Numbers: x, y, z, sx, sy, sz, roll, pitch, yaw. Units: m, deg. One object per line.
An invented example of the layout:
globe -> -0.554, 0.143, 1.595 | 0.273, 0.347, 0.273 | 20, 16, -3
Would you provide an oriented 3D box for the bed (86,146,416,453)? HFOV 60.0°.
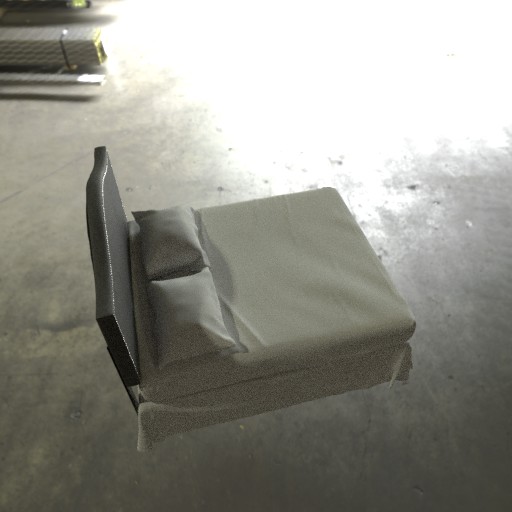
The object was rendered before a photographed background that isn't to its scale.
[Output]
bed -> 0.000, 0.000, 3.382 | 2.221, 1.645, 1.876 | -11, 48, -10
